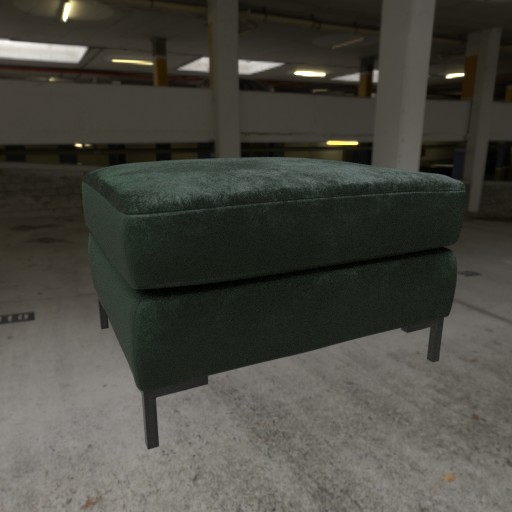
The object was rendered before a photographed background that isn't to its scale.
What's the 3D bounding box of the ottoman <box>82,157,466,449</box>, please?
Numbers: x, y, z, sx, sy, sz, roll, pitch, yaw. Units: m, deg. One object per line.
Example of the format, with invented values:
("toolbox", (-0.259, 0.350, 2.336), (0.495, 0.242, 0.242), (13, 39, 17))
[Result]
("ottoman", (0.000, 0.000, 1.257), (0.839, 0.538, 0.701), (-7, 17, -26))
